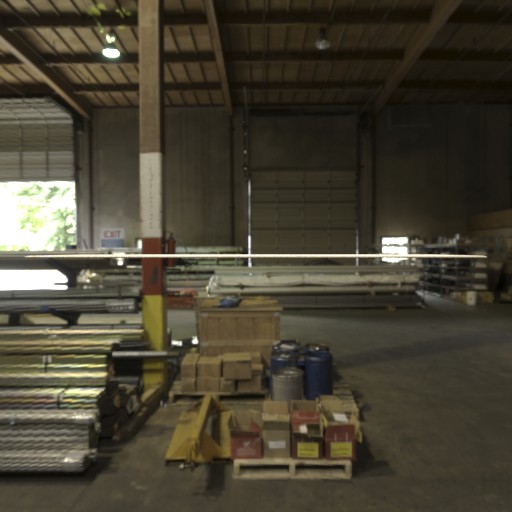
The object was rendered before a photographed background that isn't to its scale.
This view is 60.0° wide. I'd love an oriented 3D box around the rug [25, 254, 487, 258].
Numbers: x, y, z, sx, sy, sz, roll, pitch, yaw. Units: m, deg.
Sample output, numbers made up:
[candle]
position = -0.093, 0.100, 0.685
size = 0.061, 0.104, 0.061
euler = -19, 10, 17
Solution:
[rug]
position = 0.000, 0.000, 2.431
size = 2.196, 0.011, 0.662
euler = 0, 1, 0
